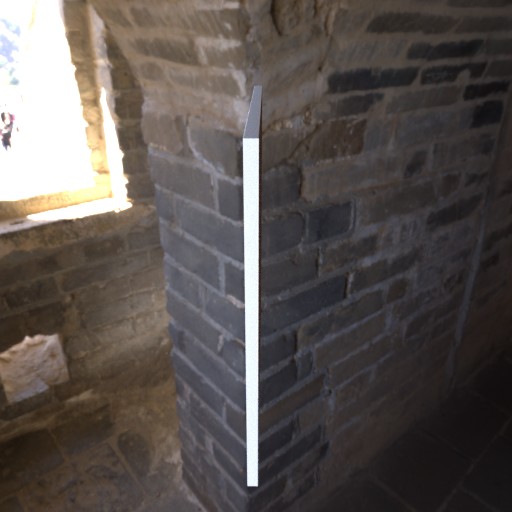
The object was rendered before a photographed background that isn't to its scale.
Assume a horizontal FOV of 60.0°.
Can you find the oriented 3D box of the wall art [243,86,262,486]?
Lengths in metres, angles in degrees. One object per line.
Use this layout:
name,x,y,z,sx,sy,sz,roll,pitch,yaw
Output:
wall art,0.000,0.000,1.004,0.020,0.661,0.664,0,26,1
